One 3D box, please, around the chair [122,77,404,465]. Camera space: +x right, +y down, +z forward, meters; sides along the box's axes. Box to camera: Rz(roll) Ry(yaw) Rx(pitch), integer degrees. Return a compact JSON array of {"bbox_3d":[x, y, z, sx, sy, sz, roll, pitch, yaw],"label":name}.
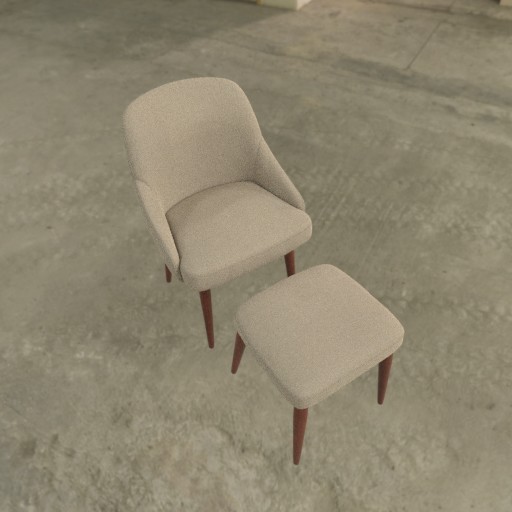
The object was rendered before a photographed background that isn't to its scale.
[{"bbox_3d":[0.000,0.000,1.597,0.584,0.866,1.114,-25,51,-23],"label":"chair"}]
